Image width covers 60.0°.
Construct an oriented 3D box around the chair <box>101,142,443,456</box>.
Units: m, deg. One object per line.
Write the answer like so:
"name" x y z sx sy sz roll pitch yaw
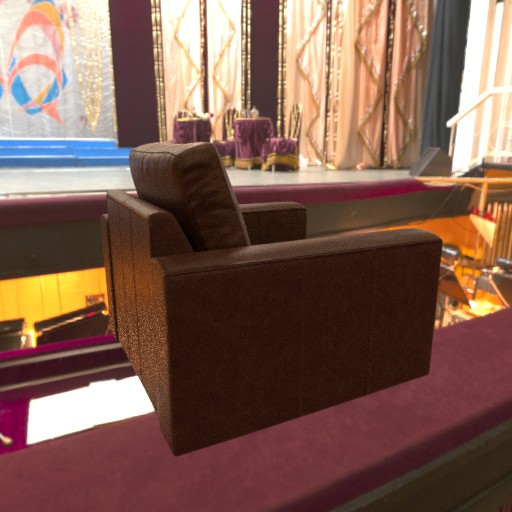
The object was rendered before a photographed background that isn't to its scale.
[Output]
"chair" 0.000 0.000 1.757 1.016 0.873 1.005 -7 16 -27
